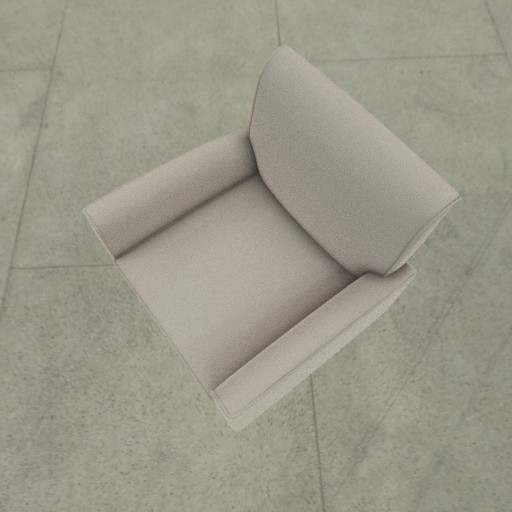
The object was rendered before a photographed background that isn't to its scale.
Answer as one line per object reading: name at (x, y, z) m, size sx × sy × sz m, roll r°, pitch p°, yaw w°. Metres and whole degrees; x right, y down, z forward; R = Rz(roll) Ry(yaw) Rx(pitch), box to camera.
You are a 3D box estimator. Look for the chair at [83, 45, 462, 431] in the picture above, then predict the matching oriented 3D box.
chair at (0.000, 0.000, 1.559) m, size 0.820 × 0.915 × 0.820 m, roll -35°, pitch 69°, yaw -15°
